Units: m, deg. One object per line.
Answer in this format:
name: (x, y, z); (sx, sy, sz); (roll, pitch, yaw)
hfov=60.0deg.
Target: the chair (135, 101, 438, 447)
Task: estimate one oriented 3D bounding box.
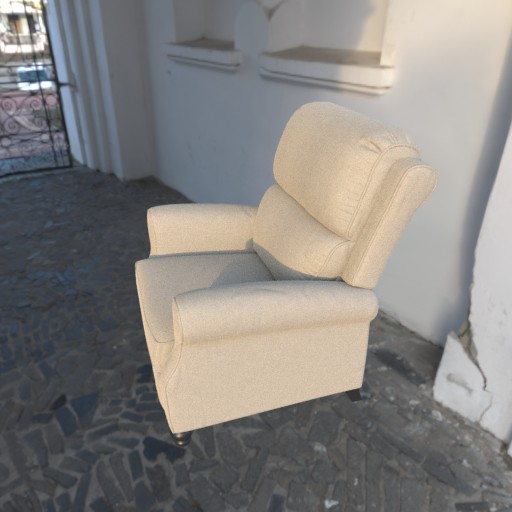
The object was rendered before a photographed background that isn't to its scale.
chair: (0.000, 0.000, 1.734); (0.919, 1.046, 0.859); (-9, 30, -16)
